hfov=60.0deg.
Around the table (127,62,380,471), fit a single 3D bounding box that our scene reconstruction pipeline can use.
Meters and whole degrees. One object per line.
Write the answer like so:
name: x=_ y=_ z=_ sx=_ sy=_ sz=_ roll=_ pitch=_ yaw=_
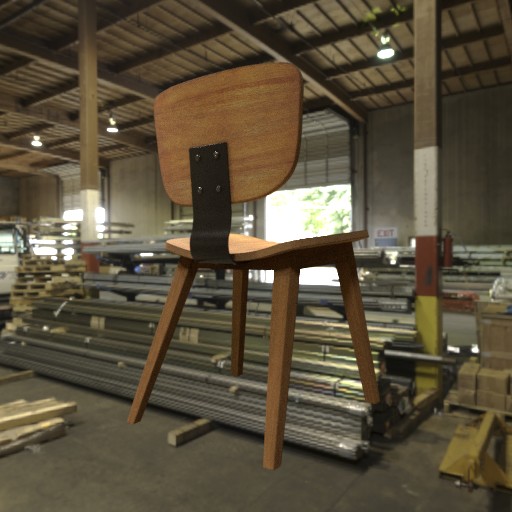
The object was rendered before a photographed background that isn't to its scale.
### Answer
table: x=0.000 y=0.000 z=1.160 sx=0.499 sy=0.805 sz=0.500 roll=1 pitch=1 yaw=34
